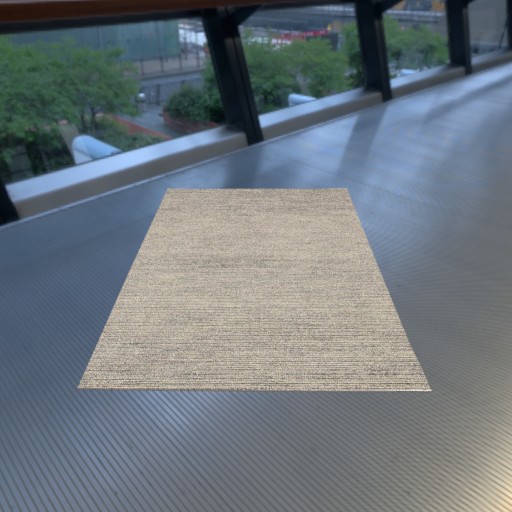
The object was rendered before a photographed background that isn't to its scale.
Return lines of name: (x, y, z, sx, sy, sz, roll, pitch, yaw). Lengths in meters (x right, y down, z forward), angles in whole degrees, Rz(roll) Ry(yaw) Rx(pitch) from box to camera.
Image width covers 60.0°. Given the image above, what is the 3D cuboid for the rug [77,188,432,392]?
rug: (0.000, 0.000, 2.972, 1.604, 0.030, 2.307, 0, 32, 1)
